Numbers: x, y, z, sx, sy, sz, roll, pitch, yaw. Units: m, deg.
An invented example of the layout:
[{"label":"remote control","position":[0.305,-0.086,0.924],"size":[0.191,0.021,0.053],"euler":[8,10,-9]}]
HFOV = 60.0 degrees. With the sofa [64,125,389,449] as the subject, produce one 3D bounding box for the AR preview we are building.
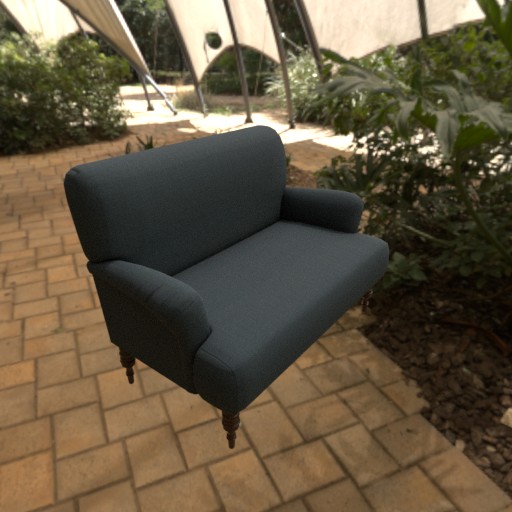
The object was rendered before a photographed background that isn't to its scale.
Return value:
[{"label":"sofa","position":[0.000,0.000,1.901],"size":[0.779,0.889,1.297],"euler":[18,31,33]}]
